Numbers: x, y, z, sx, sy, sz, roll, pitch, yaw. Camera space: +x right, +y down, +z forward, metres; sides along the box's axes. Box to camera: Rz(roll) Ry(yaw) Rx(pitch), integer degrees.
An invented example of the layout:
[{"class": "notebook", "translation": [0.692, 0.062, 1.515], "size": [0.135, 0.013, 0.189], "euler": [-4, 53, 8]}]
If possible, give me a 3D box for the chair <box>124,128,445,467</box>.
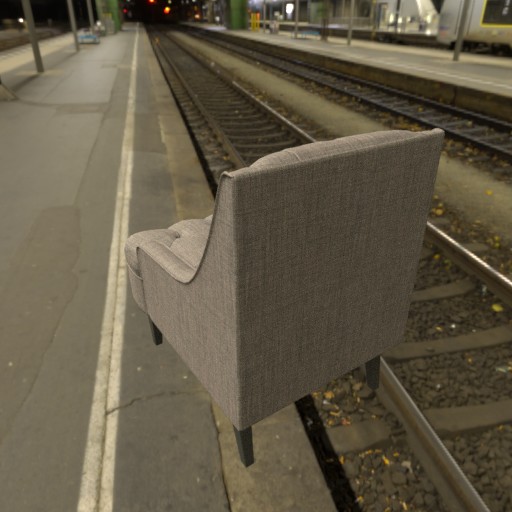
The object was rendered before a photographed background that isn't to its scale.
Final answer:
[{"class": "chair", "translation": [0.000, 0.000, 1.436], "size": [0.655, 0.891, 0.771], "euler": [-18, 33, -30]}]
